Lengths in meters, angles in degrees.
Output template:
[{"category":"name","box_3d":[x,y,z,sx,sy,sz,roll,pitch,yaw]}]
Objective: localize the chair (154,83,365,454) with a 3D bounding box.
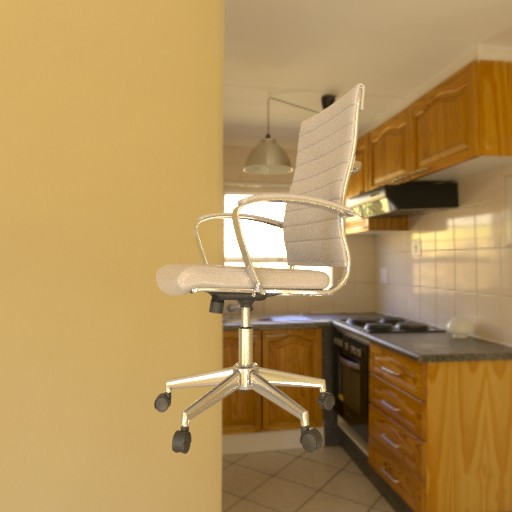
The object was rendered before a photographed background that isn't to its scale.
[{"category":"chair","box_3d":[0.000,0.000,1.575,0.667,1.149,0.679,0,-1,-20]}]
